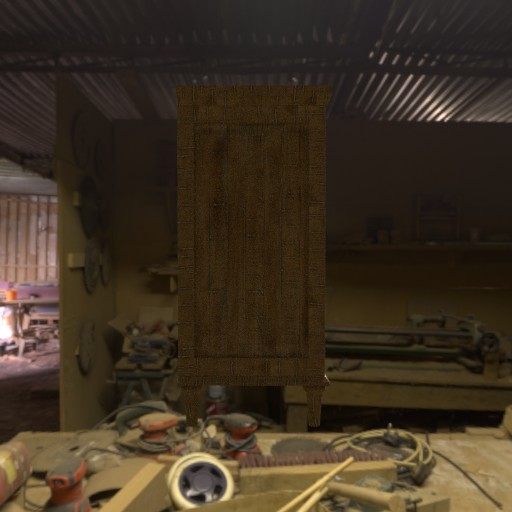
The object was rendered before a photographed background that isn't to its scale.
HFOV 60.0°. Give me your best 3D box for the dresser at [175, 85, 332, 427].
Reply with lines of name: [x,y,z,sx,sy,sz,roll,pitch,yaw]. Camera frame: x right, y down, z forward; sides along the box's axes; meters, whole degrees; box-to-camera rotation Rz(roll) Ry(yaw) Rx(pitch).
dresser: [0.000,0.000,2.112,0.457,1.016,1.626,0,1,0]
